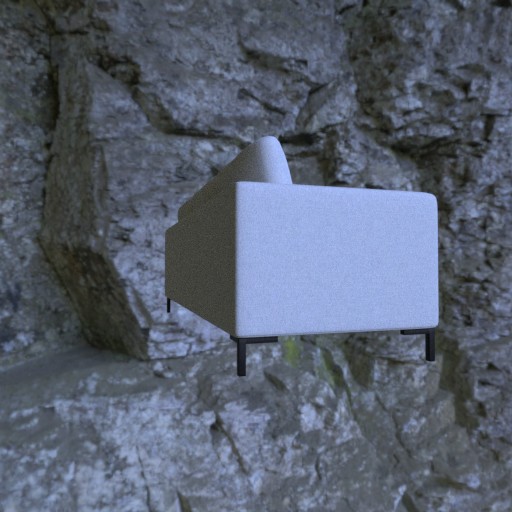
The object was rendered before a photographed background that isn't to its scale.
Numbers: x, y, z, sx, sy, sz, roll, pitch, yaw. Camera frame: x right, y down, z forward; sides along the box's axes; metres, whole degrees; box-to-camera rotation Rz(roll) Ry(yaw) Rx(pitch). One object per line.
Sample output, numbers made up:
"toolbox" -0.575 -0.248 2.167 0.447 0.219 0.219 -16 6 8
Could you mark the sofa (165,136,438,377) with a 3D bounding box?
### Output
"sofa" 0.000 0.000 2.677 0.859 0.874 2.218 0 -1 -18
